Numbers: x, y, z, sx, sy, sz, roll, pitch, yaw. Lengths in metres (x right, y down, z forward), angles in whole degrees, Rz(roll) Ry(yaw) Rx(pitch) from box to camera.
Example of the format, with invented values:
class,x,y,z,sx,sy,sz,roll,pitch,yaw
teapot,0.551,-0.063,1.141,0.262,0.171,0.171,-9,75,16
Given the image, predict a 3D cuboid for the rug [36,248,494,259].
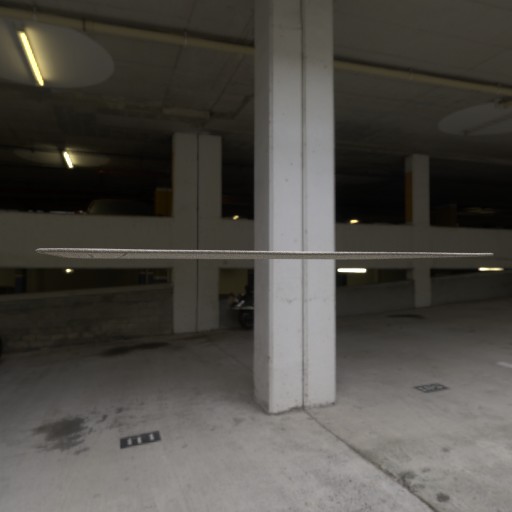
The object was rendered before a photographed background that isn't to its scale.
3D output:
class,x,y,z,sx,sy,sz,roll,pitch,yaw
rug,0.000,0.000,2.970,2.459,0.023,1.575,0,-1,-18
